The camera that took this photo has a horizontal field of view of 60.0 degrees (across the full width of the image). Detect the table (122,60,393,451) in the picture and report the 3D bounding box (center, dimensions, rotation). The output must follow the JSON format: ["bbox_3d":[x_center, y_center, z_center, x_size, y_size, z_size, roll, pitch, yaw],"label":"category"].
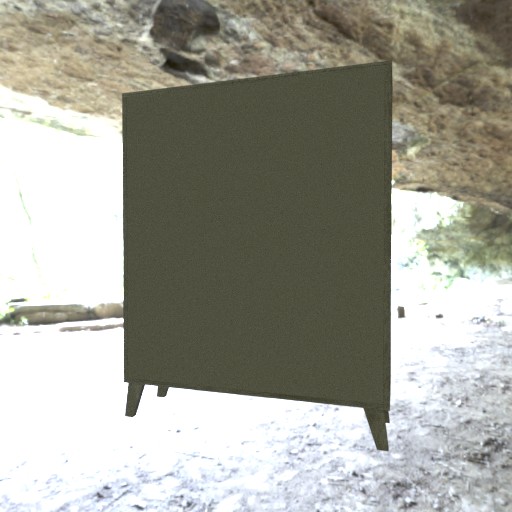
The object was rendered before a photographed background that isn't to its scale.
[{"bbox_3d":[0.000,0.000,1.543,0.902,1.135,0.256,0,1,18],"label":"table"}]
